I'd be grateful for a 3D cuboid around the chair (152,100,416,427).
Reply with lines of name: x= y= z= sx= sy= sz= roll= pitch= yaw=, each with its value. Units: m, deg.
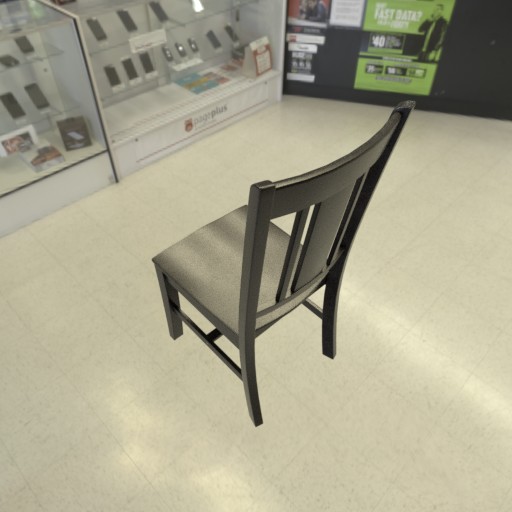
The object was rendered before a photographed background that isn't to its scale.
chair: x=0.000 y=0.000 z=1.312 sx=0.450 sy=0.998 sz=0.555 roll=-33 pitch=54 yaw=-28
